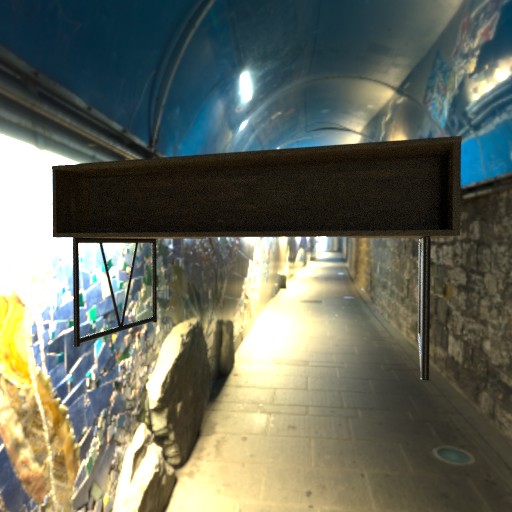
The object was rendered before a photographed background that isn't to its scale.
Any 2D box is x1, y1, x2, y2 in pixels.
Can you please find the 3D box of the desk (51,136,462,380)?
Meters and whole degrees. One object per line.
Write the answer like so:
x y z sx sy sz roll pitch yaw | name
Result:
0.000 0.000 1.988 1.600 0.780 0.730 1 2 19 | desk
